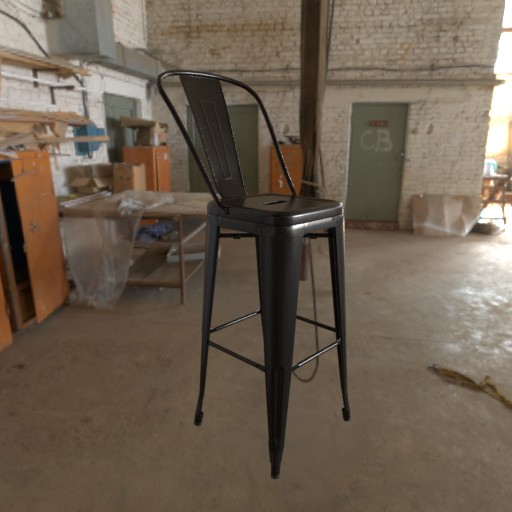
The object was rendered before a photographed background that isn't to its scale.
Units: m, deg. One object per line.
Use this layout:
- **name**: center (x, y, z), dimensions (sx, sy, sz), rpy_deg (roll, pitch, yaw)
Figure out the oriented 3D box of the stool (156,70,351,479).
- **stool**: center (0.000, 0.000, 1.355), dimensions (0.513, 1.096, 0.399), rpy_deg (14, 21, 42)
